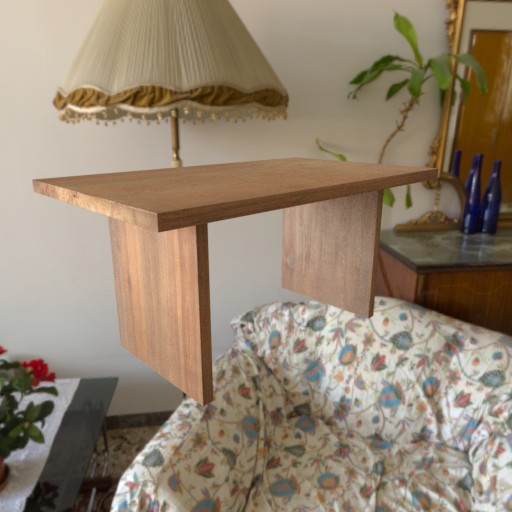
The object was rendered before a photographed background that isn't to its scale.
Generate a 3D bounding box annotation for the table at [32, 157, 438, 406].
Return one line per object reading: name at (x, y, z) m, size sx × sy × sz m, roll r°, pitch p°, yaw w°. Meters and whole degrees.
table at (0.000, 0.000, 2.116) m, size 1.609 × 0.780 × 0.946 m, roll -16°, pitch 23°, yaw -41°
